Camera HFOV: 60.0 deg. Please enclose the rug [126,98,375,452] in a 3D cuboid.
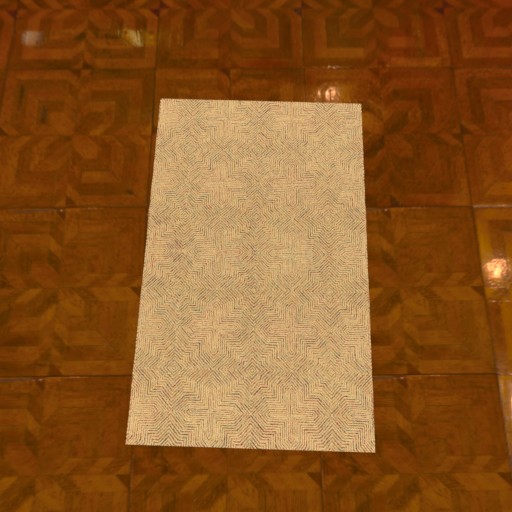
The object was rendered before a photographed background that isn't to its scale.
[{"bbox_3d":[0.000,0.000,3.018,1.519,0.007,2.428,2,74,0],"label":"rug"}]
